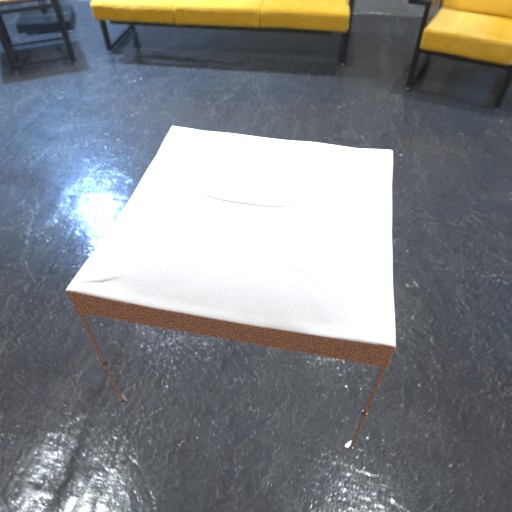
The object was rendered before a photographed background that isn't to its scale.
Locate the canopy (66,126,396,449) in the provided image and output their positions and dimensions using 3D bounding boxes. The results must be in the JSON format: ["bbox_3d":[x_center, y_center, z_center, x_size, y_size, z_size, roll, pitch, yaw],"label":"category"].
[{"bbox_3d":[0.000,0.000,5.406,2.998,2.997,2.996,8,47,8],"label":"canopy"}]
